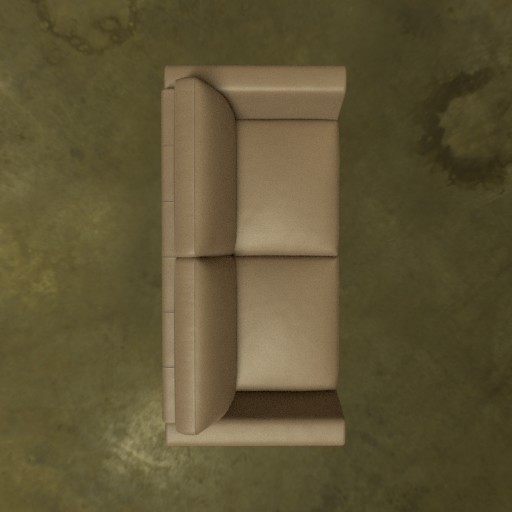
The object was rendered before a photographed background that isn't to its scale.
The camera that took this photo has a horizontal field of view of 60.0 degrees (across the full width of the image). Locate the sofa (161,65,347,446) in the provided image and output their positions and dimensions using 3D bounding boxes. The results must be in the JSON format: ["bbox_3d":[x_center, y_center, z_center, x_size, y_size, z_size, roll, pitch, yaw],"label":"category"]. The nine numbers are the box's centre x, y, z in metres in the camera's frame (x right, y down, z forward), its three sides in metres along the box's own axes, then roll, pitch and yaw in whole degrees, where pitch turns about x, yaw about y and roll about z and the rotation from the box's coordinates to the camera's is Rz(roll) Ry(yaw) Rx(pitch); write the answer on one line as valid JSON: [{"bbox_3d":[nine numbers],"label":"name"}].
[{"bbox_3d":[0.000,0.000,2.484,0.953,0.875,2.017,0,91,0],"label":"sofa"}]
